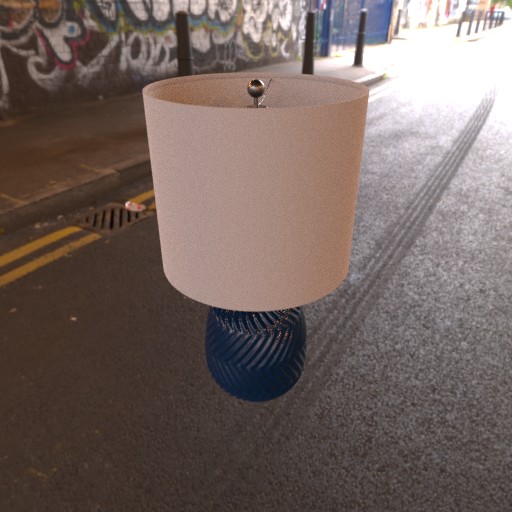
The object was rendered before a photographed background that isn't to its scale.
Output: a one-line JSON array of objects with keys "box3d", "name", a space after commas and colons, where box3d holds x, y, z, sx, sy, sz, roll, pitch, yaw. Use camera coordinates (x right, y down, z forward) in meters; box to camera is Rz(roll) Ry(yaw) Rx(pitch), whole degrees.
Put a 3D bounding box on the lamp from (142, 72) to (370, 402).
[{"box3d": [0.000, 0.000, 0.493, 0.203, 0.368, 0.203, -10, 31, -18], "name": "lamp"}]
